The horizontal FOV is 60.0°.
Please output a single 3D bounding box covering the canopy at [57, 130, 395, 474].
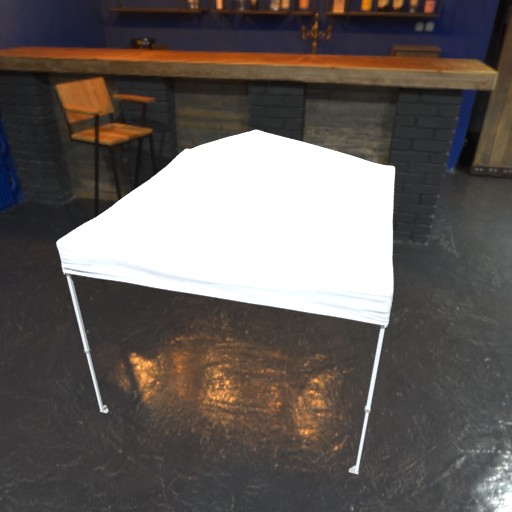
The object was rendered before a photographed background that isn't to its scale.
[{"bbox_3d":[0.000,0.000,5.308,2.998,2.997,2.996,8,31,13],"label":"canopy"}]
